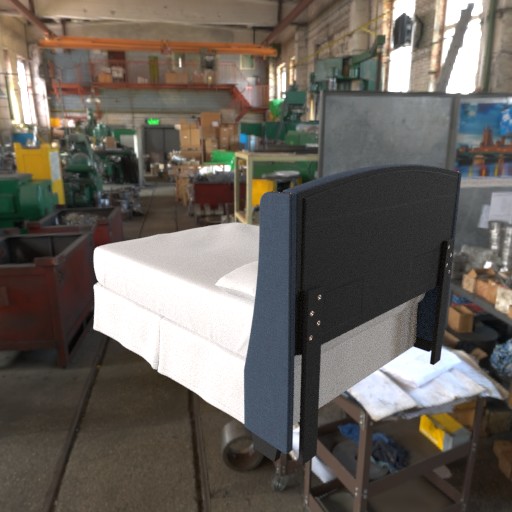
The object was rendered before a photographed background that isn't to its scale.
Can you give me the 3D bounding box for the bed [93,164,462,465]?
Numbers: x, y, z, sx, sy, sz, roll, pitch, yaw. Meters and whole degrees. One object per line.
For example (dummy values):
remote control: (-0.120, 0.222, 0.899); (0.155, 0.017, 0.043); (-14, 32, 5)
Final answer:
bed: (0.000, 0.000, 3.272); (1.710, 1.407, 2.237); (-14, 20, -42)
